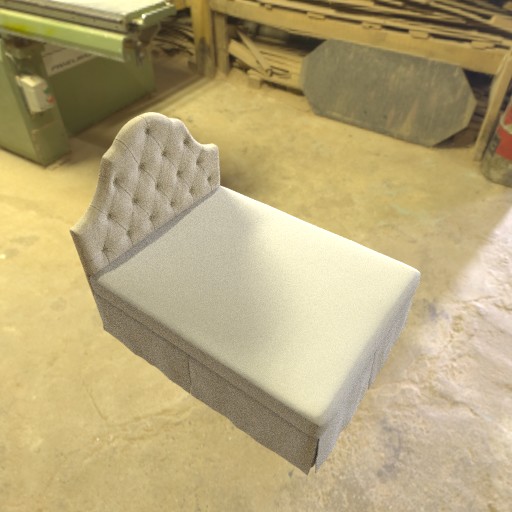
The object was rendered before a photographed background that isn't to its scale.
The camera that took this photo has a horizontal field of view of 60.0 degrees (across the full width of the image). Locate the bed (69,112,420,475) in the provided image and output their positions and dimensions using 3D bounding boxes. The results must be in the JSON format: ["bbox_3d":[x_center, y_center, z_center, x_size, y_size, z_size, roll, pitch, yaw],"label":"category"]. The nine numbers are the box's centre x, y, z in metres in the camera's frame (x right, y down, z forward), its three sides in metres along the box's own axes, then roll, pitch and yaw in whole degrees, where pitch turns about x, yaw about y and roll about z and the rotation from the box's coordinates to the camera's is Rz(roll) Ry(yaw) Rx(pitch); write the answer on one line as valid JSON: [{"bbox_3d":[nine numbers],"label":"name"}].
[{"bbox_3d":[0.000,0.000,3.219,2.092,1.575,1.627,26,49,26],"label":"bed"}]
